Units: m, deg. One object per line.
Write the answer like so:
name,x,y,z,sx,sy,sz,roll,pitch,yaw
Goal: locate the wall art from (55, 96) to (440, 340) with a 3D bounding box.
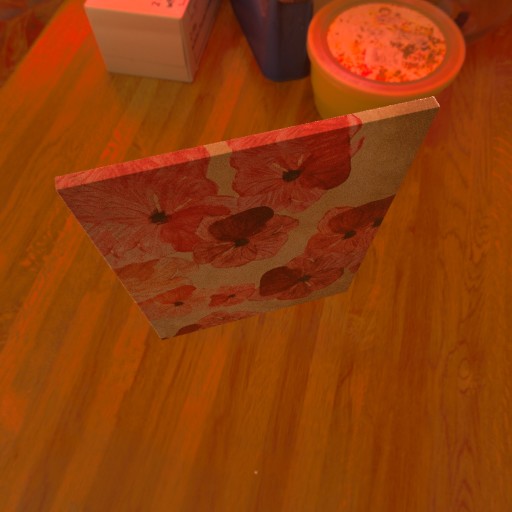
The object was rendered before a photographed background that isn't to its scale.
wall art,0.000,0.000,1.309,0.762,1.015,0.031,-14,65,-7
